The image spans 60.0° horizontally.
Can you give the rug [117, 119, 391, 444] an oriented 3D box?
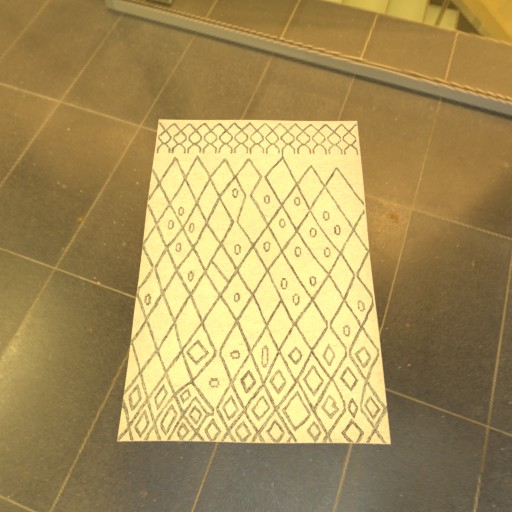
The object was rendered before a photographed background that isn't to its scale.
[{"bbox_3d":[0.000,0.000,2.350,1.222,0.015,1.828,1,66,0],"label":"rug"}]
